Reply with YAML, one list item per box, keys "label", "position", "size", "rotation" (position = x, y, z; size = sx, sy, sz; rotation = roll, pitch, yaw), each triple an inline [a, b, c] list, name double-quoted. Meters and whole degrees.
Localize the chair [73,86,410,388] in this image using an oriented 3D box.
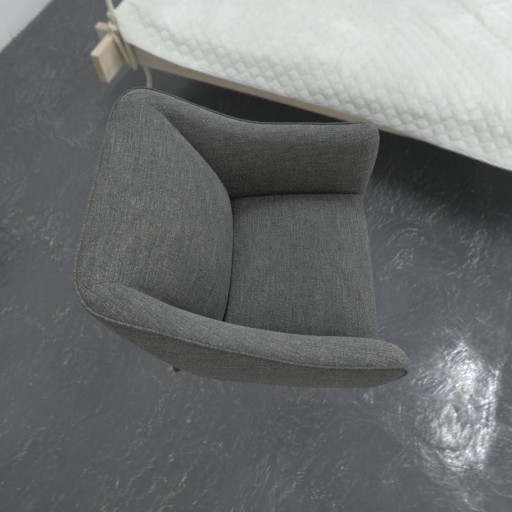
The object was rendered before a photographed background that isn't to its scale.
- label: "chair"
  position: [0.000, 0.000, 1.500]
  size: [0.851, 0.829, 0.870]
  rotation: [1, 63, 1]
